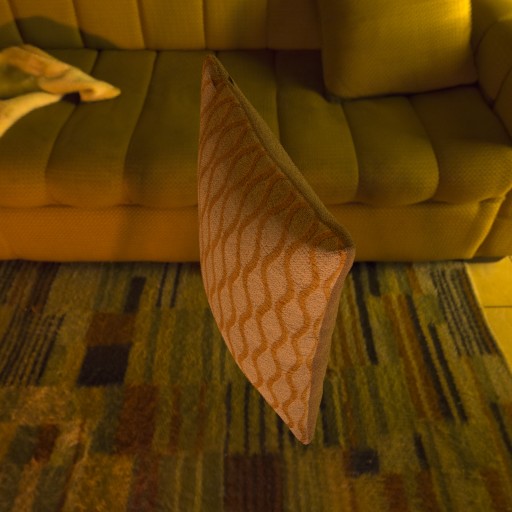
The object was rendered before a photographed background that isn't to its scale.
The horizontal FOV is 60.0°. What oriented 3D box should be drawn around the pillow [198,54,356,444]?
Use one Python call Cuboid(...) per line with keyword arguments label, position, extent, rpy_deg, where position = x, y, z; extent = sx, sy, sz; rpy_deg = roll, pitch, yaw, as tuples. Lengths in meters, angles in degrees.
Cuboid(label="pillow", position=(0.000, 0.000, 0.663), extent=(0.159, 0.436, 0.429), rpy_deg=(-16, 49, -14))
